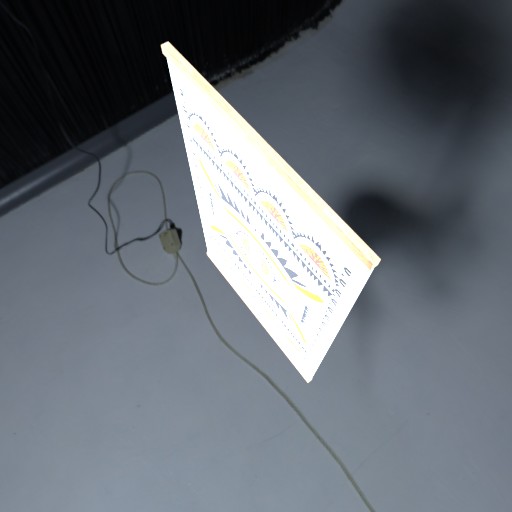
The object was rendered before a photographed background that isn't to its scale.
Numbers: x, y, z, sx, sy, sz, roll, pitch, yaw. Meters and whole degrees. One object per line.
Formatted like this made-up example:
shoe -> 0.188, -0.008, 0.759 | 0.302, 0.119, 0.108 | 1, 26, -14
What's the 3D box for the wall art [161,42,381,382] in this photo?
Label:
wall art -> 0.000, 0.000, 1.964 | 0.028, 1.533, 0.999 | -34, 68, -16
